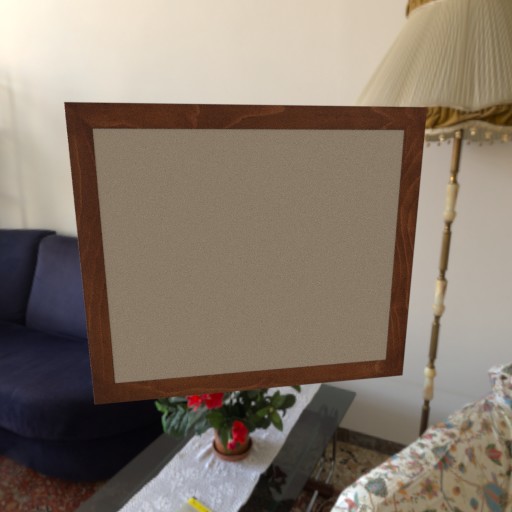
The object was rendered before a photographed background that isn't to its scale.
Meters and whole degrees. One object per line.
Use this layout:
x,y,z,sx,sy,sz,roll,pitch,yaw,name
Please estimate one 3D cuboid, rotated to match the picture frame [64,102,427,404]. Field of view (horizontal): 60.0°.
0.000,0.000,0.512,0.381,0.330,0.025,-2,15,-10,picture frame
